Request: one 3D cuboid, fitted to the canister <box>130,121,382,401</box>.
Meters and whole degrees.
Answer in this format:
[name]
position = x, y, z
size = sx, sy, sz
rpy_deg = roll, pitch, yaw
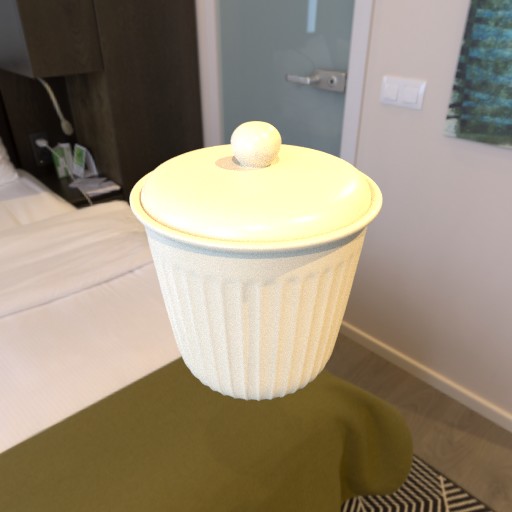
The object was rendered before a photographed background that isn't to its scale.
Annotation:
[canister]
position = 0.000, 0.000, 0.356
size = 0.181, 0.211, 0.181
rpy_deg = 0, 30, 0
